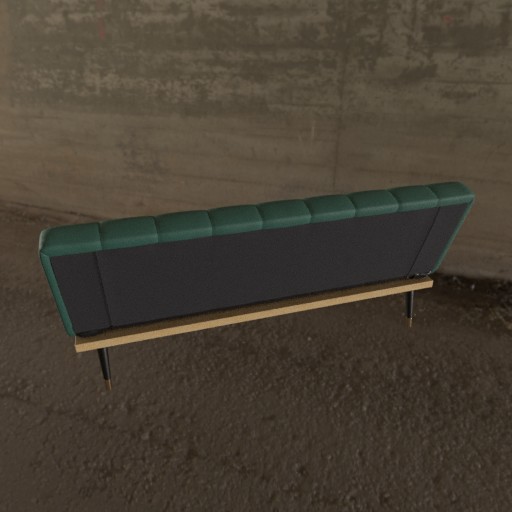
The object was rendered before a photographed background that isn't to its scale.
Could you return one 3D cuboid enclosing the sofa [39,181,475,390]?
[{"bbox_3d":[0.000,0.000,2.252,1.810,0.820,0.830,-8,29,-15],"label":"sofa"}]
